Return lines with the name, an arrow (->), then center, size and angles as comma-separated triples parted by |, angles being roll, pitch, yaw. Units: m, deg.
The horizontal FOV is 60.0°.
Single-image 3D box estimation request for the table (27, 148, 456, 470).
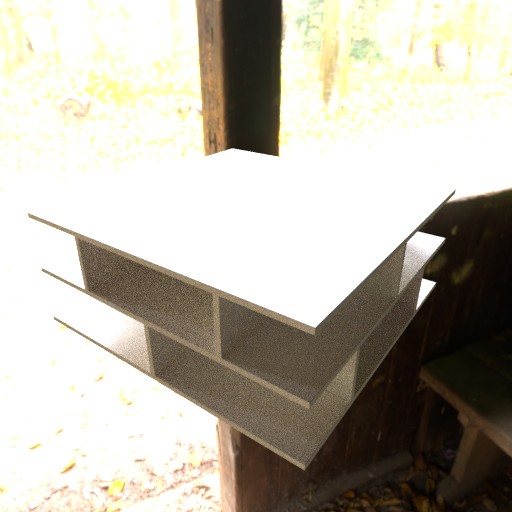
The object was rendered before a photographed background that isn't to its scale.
table -> 0.000, 0.000, 1.079 | 0.700, 0.289, 0.700 | 18, 32, 32
